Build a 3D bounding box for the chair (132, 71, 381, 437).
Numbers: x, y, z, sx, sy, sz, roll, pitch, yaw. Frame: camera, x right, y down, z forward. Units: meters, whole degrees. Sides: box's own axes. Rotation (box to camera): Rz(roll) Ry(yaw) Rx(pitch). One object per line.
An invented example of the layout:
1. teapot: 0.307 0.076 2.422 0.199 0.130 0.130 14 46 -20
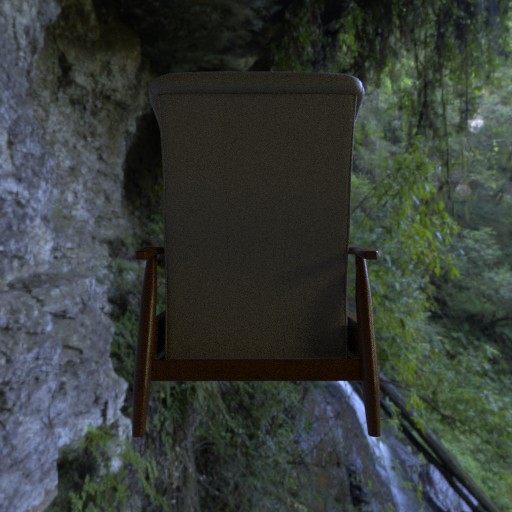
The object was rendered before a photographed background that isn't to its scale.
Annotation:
1. chair: 0.000 0.000 1.789 0.762 1.082 1.032 0 -1 0
